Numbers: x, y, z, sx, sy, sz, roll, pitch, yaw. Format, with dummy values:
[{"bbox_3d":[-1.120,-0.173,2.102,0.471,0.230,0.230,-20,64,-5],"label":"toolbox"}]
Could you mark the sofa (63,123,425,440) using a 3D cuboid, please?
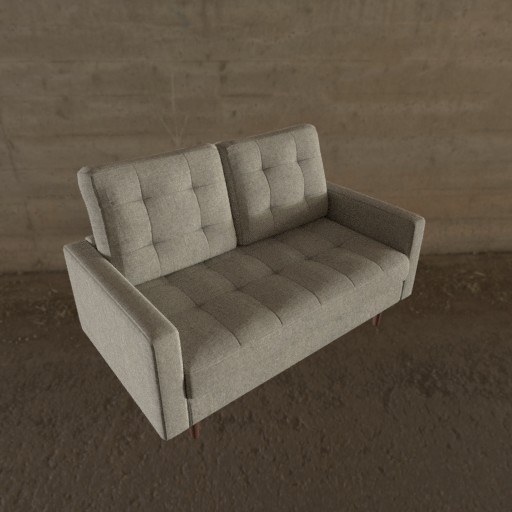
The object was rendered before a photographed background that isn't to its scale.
[{"bbox_3d":[0.000,0.000,1.972,1.407,0.907,0.842,-21,36,-33],"label":"sofa"}]
